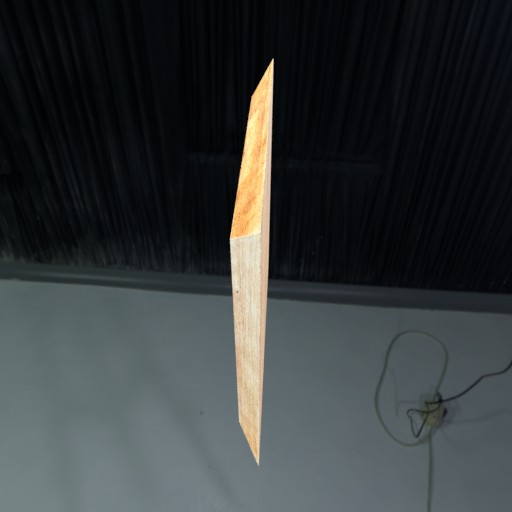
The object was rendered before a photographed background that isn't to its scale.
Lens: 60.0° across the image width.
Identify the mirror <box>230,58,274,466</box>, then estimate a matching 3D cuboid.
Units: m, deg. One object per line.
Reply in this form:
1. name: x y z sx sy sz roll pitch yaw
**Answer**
1. mirror: 0.000 0.000 0.999 0.047 0.651 0.651 2 41 2
